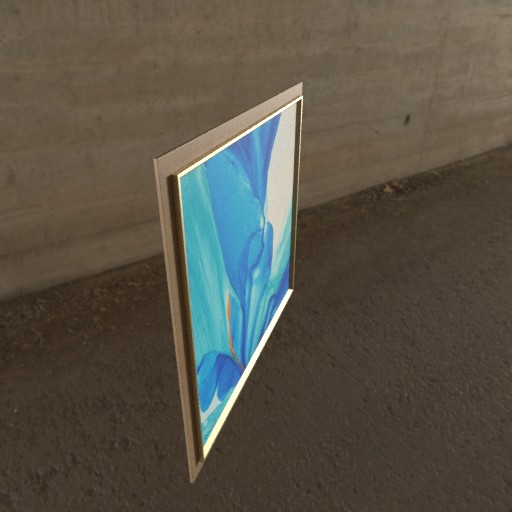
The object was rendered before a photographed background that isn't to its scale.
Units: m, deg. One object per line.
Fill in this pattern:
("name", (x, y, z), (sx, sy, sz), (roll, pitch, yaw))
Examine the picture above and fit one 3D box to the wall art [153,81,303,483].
("wall art", (0.000, 0.000, 1.646), (0.025, 1.067, 1.168), (10, 31, 17))
